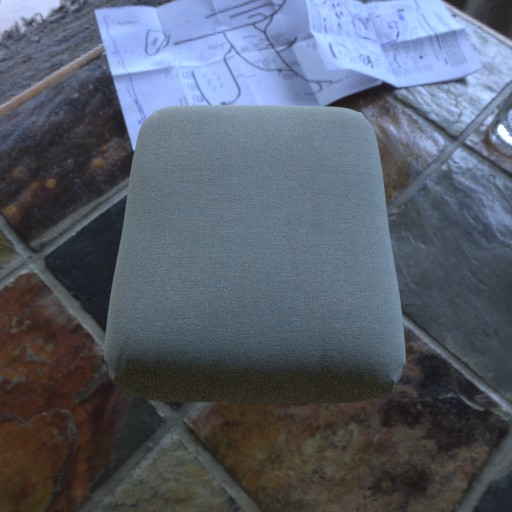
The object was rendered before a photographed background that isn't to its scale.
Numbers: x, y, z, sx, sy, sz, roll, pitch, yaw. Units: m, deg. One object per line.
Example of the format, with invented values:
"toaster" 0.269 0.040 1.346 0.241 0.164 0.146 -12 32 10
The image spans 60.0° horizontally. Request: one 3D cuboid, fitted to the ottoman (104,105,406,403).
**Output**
"ottoman" 0.000 0.000 1.152 0.622 0.450 0.747 1 65 0
